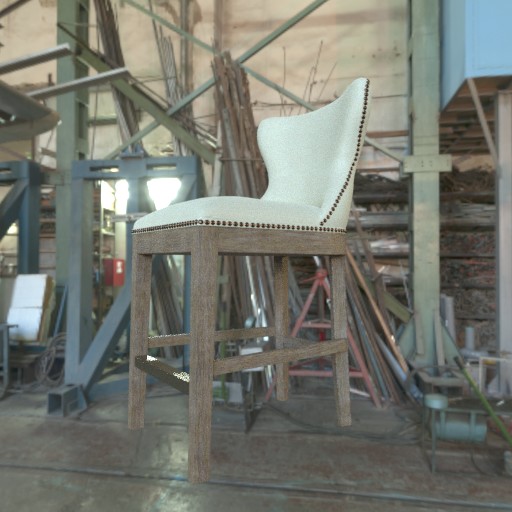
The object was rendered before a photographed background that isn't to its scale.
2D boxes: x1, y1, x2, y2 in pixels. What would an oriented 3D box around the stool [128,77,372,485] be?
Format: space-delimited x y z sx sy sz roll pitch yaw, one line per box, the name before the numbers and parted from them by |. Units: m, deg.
stool | 0.000 0.000 1.277 0.608 0.981 0.498 0 -1 -36
